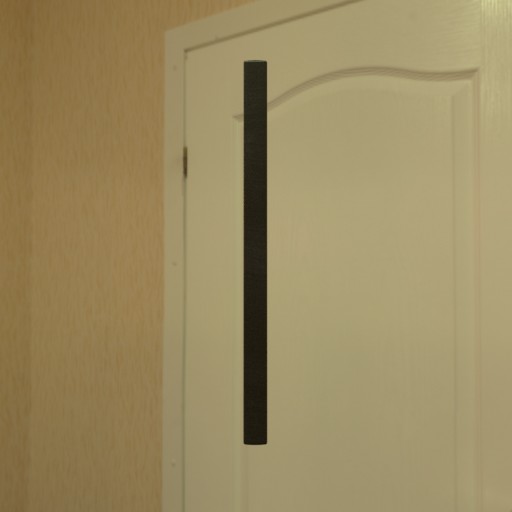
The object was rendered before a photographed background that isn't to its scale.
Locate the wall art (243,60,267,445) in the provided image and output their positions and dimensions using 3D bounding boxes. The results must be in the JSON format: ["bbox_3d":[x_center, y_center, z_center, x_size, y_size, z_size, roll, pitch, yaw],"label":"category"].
[{"bbox_3d":[0.000,0.000,1.157,0.038,0.612,0.912,0,-1,0],"label":"wall art"}]
